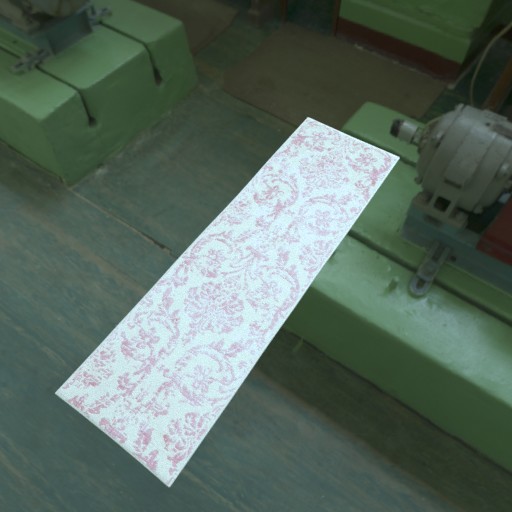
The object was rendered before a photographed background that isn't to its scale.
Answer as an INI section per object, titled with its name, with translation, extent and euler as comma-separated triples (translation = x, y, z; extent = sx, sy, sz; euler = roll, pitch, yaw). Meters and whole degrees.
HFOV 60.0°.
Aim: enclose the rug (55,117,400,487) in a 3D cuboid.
[rug]
translation = 0.000, 0.000, 2.348
extent = 0.662, 0.011, 2.196
euler = 30, 62, 18
